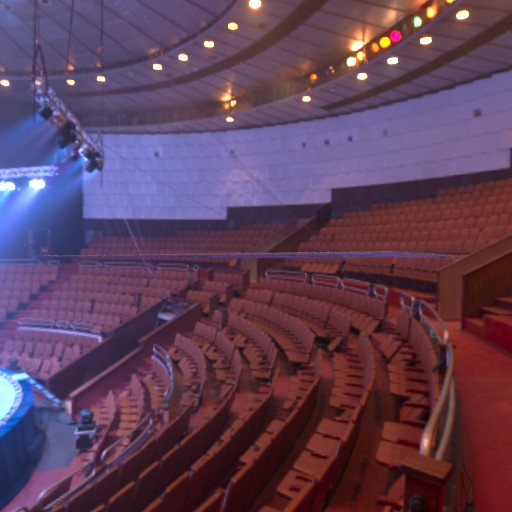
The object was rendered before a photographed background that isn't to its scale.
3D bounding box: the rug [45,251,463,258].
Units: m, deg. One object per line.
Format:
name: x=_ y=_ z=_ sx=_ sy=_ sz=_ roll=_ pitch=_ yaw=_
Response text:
rug: x=0.000 y=0.000 z=2.276 sx=1.813 sy=0.008 sz=1.223 roll=-1 pitch=-1 yaw=34
